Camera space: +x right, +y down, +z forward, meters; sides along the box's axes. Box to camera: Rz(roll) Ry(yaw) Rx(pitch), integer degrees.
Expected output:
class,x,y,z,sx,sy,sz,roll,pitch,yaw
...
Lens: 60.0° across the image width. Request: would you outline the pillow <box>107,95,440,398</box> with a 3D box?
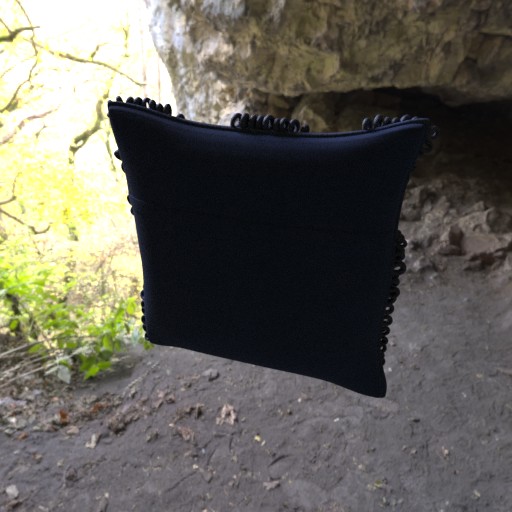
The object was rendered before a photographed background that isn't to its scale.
class,x,y,z,sx,sy,sz,roll,pitch,yaw
pillow,0.000,0.000,0.707,0.469,0.466,0.172,9,32,15
